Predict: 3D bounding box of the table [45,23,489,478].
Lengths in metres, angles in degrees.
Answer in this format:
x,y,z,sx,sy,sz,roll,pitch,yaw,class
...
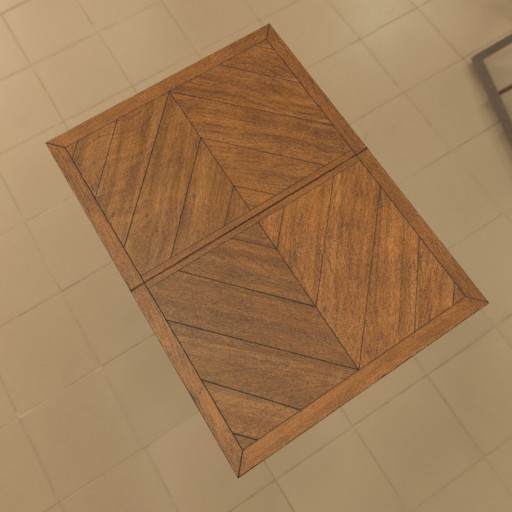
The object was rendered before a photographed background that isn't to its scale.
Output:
x,y,z,sx,sy,sz,roll,pitch,yaw,class
0.000,0.000,1.556,0.757,0.760,1.027,-32,77,-8,table
